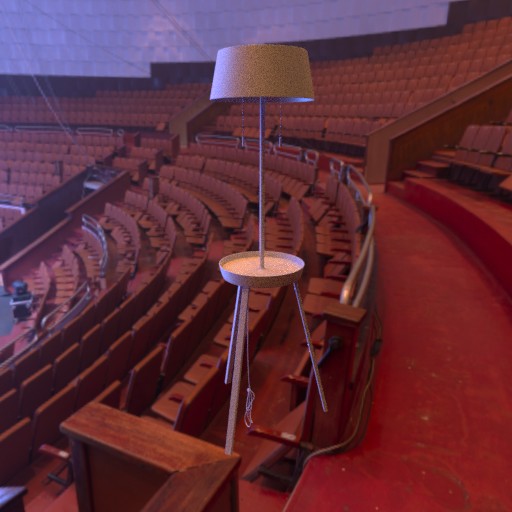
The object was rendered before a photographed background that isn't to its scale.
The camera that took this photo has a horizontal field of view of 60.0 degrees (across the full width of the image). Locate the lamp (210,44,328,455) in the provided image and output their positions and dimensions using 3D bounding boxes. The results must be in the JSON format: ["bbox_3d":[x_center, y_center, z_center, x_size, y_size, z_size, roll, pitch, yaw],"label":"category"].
[{"bbox_3d":[0.000,0.000,1.653,0.508,1.429,0.468,8,18,25],"label":"lamp"}]
